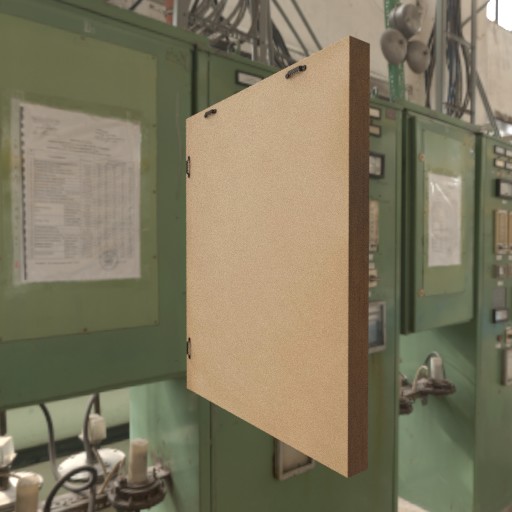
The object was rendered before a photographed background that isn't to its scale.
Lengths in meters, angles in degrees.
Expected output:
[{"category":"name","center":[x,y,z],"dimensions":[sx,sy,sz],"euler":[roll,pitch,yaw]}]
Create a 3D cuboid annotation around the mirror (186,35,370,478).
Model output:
[{"category":"mirror","center":[0.000,0.000,0.681],"dimensions":[0.041,0.508,0.405],"euler":[-1,1,-36]}]
